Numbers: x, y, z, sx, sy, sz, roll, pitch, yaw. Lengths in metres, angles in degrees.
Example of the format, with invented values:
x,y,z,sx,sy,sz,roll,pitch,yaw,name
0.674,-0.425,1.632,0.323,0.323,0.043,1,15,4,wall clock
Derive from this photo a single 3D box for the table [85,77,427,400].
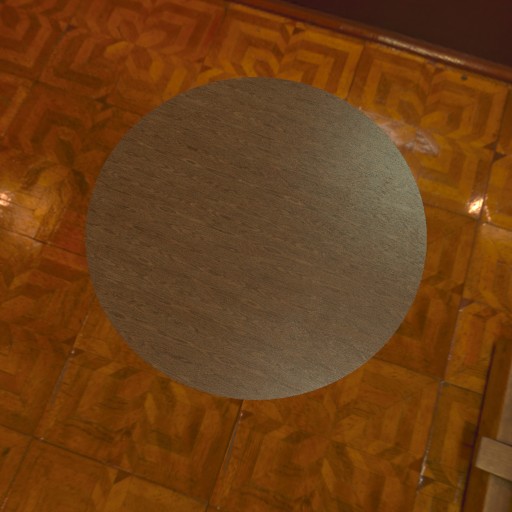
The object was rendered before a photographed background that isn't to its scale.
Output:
x,y,z,sx,sy,sz,roll,pitch,yaw,name
0.000,0.000,1.752,1.053,0.786,1.053,0,74,0,table
